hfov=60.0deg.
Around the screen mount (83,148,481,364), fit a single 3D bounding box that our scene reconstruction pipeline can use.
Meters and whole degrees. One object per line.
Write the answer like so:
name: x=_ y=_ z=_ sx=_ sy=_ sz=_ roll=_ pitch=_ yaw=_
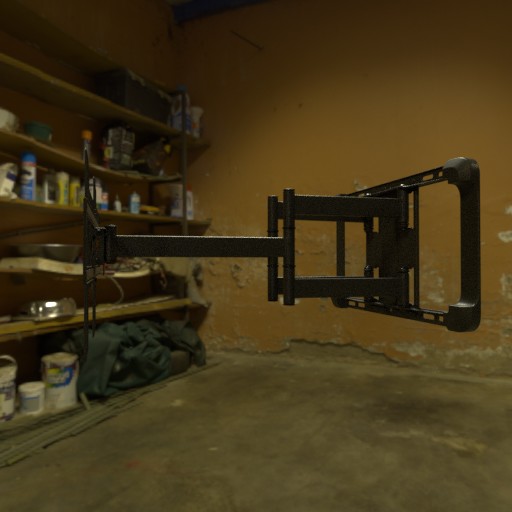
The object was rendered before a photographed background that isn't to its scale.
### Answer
screen mount: x=0.000 y=0.000 z=1.275 sx=0.905 sy=0.483 sz=0.725 roll=0 pitch=-1 yaw=-17
